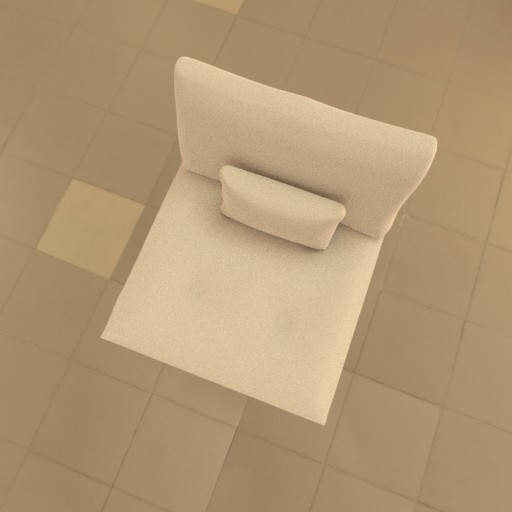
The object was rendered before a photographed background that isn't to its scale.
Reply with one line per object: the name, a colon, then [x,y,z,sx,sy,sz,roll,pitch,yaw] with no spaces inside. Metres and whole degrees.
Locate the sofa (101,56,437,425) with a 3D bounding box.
sofa: [0.000,0.000,1.708,0.935,0.828,1.000,20,76,5]
